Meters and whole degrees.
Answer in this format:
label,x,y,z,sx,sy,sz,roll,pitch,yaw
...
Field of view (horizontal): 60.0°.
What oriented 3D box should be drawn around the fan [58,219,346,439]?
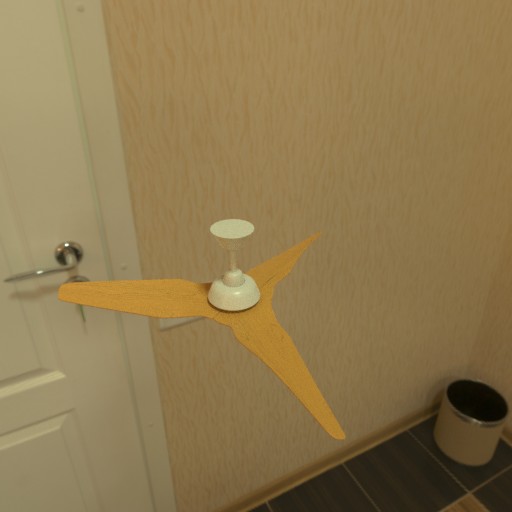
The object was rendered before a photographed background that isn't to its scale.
label,x,y,z,sx,sy,sz,roll,pitch,yaw
fan,0.000,0.000,1.652,1.142,0.355,1.010,18,34,29
